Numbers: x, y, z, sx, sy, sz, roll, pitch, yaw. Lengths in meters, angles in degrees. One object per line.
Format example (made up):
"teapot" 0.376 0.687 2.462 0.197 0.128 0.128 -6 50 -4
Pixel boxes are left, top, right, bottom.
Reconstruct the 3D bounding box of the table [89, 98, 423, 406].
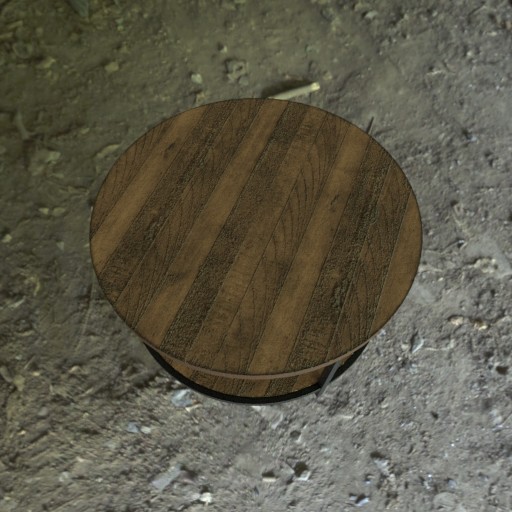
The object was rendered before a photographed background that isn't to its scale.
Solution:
"table" 0.000 0.000 1.331 0.837 0.462 0.837 0 60 0
